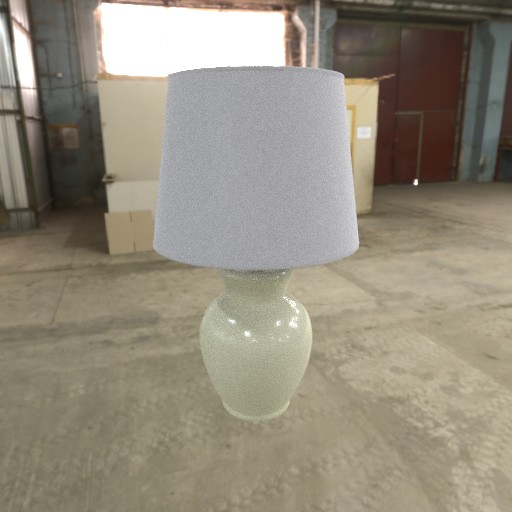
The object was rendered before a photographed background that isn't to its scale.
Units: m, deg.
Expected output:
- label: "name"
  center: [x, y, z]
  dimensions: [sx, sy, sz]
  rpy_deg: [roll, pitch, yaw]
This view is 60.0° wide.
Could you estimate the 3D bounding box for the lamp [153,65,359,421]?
- label: "lamp"
  center: [0.000, 0.000, 0.533]
  dimensions: [0.239, 0.399, 0.239]
  rpy_deg: [0, 16, 0]
